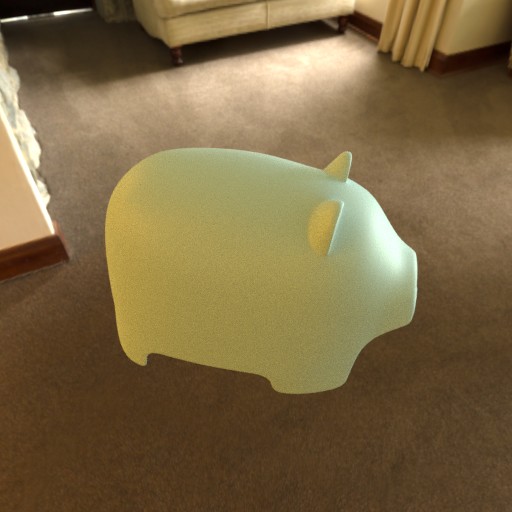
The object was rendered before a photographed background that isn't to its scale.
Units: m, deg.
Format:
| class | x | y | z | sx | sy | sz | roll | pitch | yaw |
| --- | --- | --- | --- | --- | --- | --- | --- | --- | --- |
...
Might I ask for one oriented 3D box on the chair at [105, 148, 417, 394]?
| class | x | y | z | sx | sy | sz | roll | pitch | yaw |
| --- | --- | --- | --- | --- | --- | --- | --- | --- | --- |
| chair | 0.000 | 0.000 | 0.871 | 0.619 | 0.423 | 0.364 | 10 | 47 | 10 |
